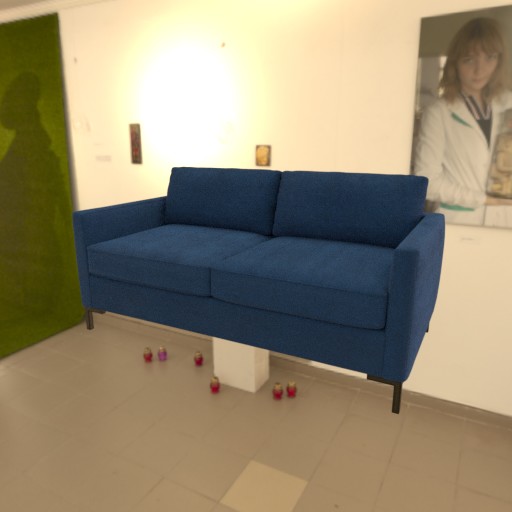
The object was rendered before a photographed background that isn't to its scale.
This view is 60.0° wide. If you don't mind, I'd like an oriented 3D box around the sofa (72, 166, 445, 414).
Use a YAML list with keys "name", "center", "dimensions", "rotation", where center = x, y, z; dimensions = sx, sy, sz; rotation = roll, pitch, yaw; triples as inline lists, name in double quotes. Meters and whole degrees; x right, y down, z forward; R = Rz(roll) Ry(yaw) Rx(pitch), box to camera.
- name: "sofa"
  center: [0.000, 0.000, 2.229]
  dimensions: [1.676, 0.817, 0.875]
  rotation: [8, 17, 27]
